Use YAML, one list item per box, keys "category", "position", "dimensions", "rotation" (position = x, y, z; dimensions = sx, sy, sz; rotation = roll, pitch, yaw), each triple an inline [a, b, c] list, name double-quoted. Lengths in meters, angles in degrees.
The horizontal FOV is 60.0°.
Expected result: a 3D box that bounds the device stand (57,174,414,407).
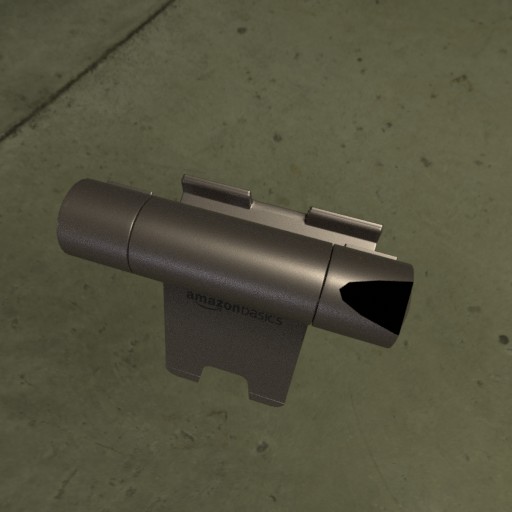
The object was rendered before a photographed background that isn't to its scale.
- category: "device stand"
  position: [0.000, 0.000, 0.149]
  dimensions: [0.088, 0.084, 0.079]
  rotation: [15, 65, 8]
